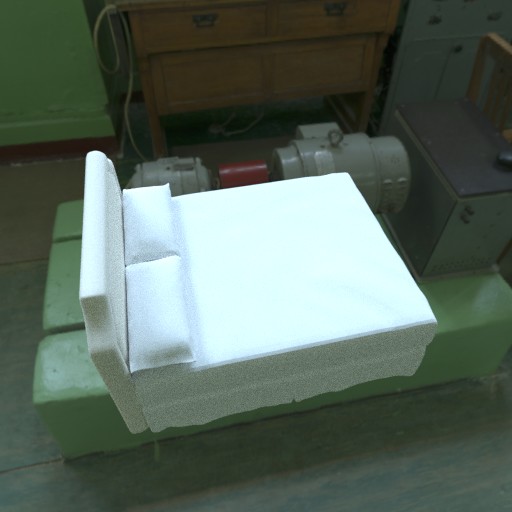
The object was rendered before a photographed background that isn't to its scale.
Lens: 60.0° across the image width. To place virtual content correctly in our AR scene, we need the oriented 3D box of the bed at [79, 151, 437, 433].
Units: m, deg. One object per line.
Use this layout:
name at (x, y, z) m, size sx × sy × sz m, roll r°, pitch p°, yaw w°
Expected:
bed at (0.000, 0.000, 3.899) m, size 2.548 × 1.524 × 2.134 m, roll -10°, pitch 48°, yaw -9°
